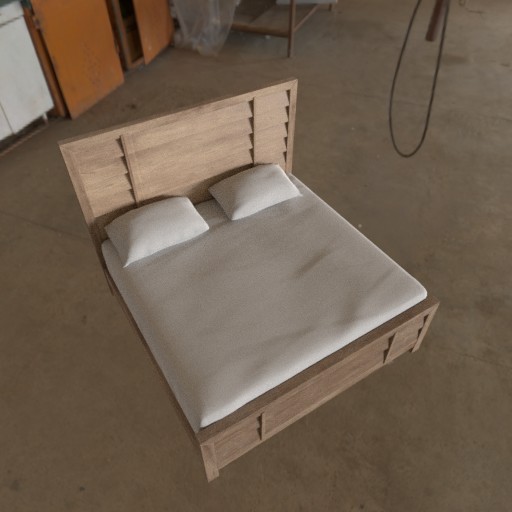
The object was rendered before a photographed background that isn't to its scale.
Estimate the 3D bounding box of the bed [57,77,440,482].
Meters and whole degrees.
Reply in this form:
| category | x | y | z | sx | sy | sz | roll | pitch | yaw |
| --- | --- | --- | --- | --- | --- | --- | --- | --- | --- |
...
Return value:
| category | x | y | z | sx | sy | sz | roll | pitch | yaw |
| --- | --- | --- | --- | --- | --- | --- | --- | --- | --- |
| bed | 0.000 | 0.000 | 3.453 | 2.032 | 1.626 | 2.032 | -24 | 50 | -22 |
